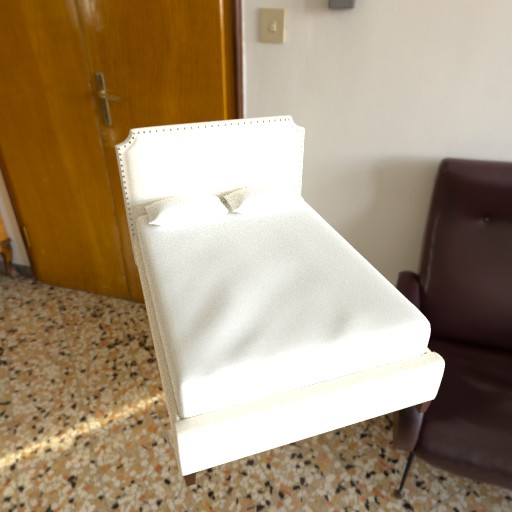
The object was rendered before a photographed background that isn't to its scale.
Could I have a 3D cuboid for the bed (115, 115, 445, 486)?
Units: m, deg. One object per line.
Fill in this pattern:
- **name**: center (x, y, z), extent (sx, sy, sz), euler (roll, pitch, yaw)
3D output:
- **bed**: center (0.000, 0.000, 3.315), extent (1.712, 1.443, 2.365), euler (-10, 33, -16)
